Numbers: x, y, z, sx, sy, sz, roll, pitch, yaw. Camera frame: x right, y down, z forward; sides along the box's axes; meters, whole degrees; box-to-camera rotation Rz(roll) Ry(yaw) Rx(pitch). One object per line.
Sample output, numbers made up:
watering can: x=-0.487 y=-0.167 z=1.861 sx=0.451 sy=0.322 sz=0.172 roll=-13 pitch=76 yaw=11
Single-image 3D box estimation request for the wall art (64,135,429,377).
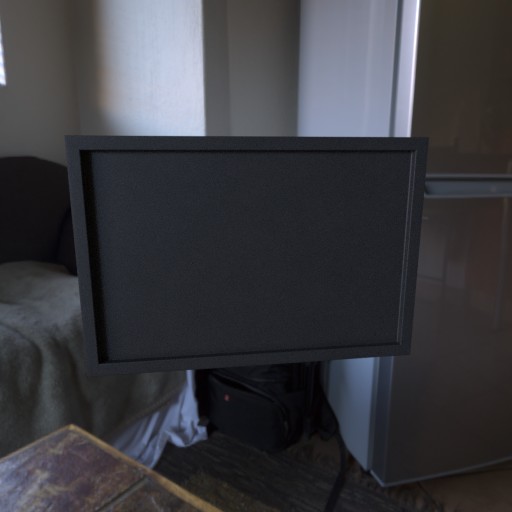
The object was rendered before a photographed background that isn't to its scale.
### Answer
wall art: x=0.000 y=0.000 z=0.579 sx=0.443 sy=0.301 sz=0.021 roll=-2 pitch=13 yaw=-8
